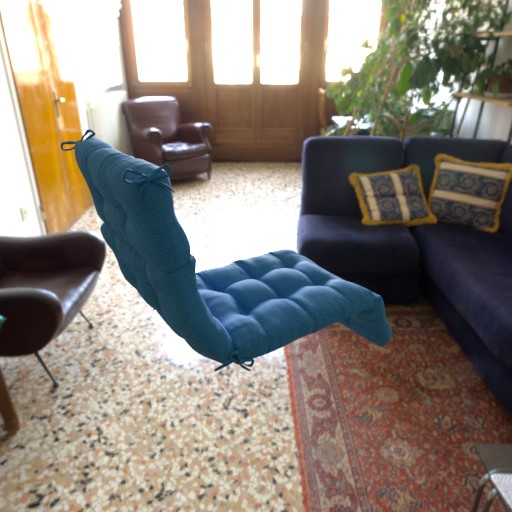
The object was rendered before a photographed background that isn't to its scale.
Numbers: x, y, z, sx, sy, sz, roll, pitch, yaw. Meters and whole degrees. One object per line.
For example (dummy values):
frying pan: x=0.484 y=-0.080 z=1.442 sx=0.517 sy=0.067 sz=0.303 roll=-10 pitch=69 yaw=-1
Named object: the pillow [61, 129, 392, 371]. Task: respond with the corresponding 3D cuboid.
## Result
pillow: x=0.000 y=0.000 z=1.509 sx=1.016 sy=0.863 sz=0.526 roll=-17 pitch=30 yaw=-32
